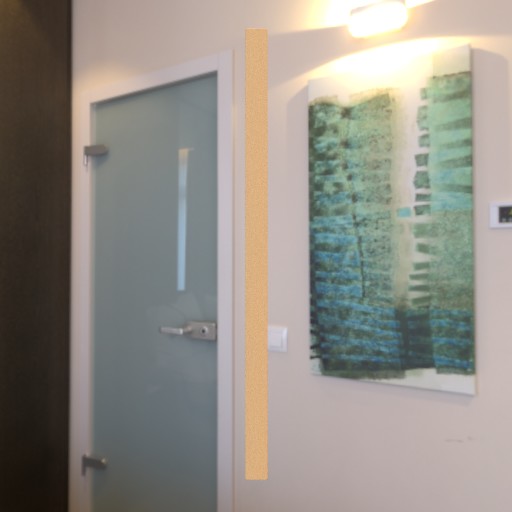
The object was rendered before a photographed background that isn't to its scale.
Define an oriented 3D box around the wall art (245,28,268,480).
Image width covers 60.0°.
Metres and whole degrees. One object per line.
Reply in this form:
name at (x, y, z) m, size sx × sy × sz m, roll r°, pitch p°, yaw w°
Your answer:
wall art at (0.000, 0.000, 1.127) m, size 0.037 × 0.761 × 0.761 m, roll 0°, pitch -1°, yaw 0°
